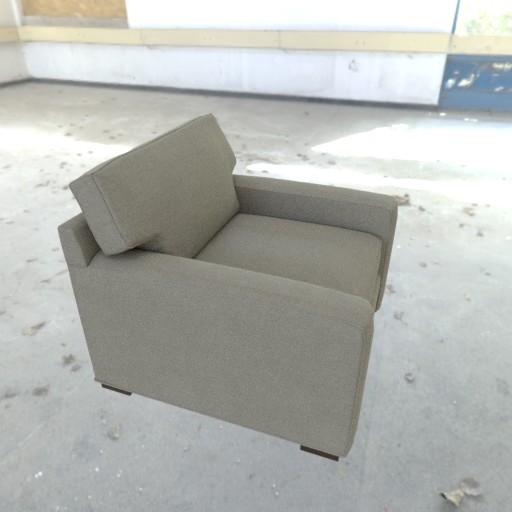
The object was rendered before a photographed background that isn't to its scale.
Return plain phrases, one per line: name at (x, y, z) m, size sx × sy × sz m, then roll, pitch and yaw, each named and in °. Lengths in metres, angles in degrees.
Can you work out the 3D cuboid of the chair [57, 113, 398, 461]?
chair at (0.000, 0.000, 1.834) m, size 1.044 × 0.934 × 0.999 m, roll 10°, pitch 32°, yaw 17°
